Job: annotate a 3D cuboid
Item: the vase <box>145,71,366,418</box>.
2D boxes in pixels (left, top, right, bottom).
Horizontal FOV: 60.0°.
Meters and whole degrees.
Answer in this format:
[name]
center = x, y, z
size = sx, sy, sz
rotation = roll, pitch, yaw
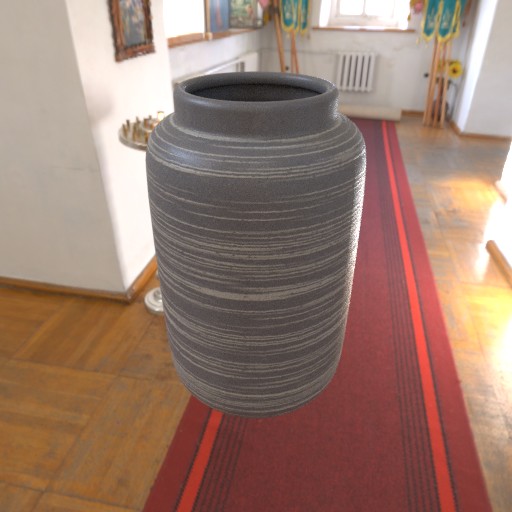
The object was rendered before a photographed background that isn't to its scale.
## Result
[vase]
center = 0.000, 0.000, 0.680
size = 0.297, 0.499, 0.297
rotation = 0, 32, 0
